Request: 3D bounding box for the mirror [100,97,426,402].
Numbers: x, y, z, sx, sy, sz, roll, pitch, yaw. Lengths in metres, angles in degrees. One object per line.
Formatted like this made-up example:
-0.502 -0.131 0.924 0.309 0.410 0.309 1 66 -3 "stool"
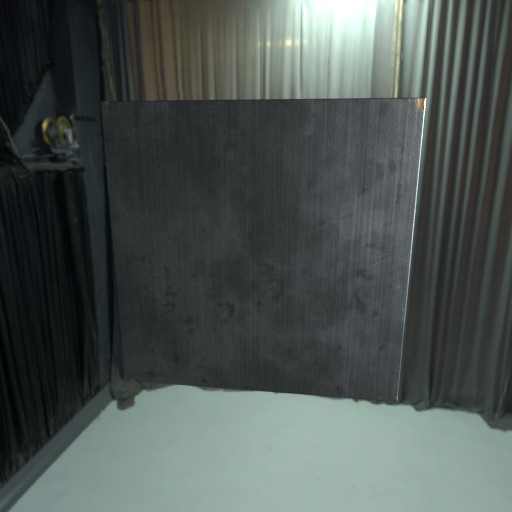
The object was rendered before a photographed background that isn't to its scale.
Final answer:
0.000 0.000 0.572 0.382 0.381 0.020 2 15 8 "mirror"
